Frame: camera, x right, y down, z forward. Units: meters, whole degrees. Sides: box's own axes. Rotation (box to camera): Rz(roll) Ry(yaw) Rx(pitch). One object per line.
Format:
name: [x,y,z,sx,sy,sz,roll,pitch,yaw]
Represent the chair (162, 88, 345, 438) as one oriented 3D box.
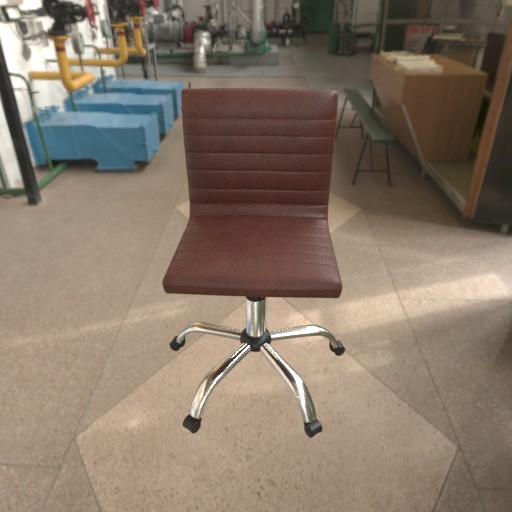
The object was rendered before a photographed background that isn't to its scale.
chair: [0.000,0.000,1.162,0.556,0.780,0.530,1,32,2]
